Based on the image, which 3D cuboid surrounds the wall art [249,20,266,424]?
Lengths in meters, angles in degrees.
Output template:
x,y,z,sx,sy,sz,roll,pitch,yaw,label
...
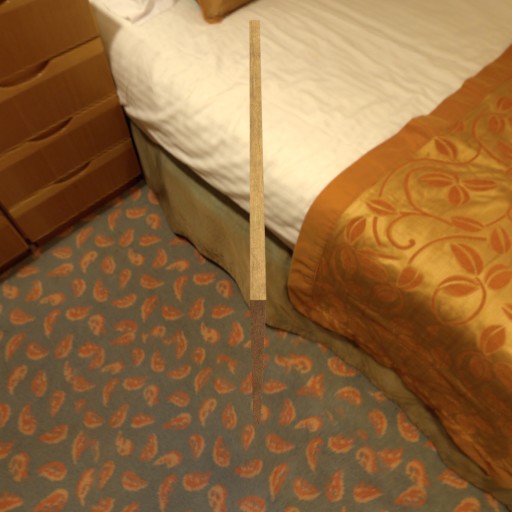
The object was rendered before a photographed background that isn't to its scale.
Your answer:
x,y,z,sx,sy,sz,roll,pitch,yaw,label
0.000,0.000,0.917,0.018,0.686,0.534,0,58,0,wall art
